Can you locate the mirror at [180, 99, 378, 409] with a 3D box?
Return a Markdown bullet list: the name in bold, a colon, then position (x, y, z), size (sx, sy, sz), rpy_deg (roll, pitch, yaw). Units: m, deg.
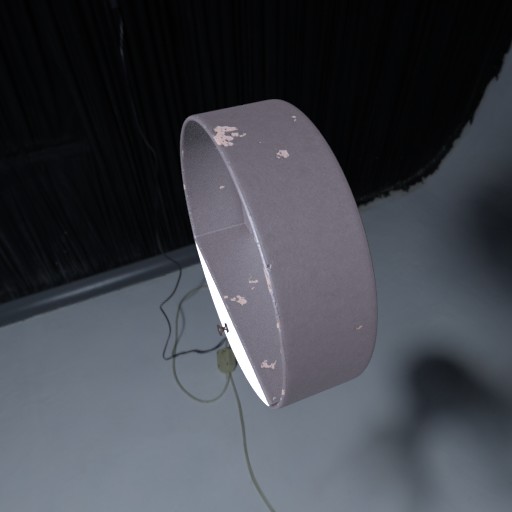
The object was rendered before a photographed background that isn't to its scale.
- **mirror**: position (0.000, 0.000, 0.600), size (0.126, 0.386, 0.386), rpy_deg (-17, 49, -15)
